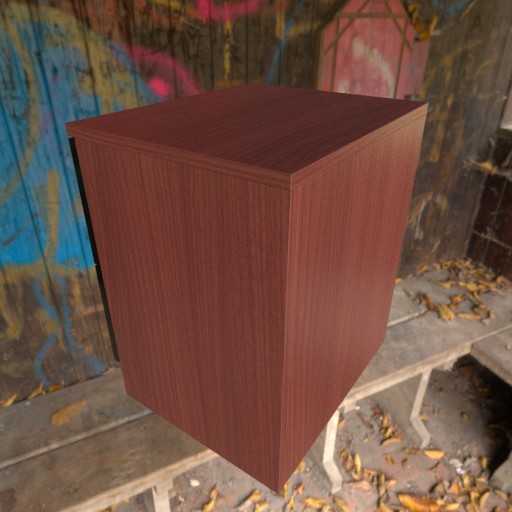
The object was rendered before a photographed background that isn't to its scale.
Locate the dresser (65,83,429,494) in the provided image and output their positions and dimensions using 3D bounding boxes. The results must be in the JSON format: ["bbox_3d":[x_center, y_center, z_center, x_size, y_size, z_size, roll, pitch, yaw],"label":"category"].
[{"bbox_3d":[0.000,0.000,0.739,0.360,0.470,0.400,19,35,30],"label":"dresser"}]
